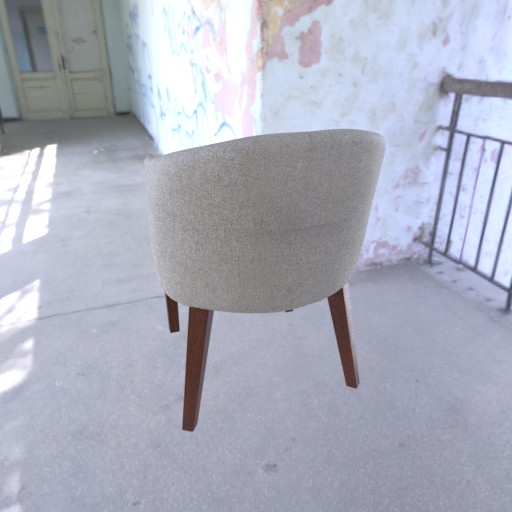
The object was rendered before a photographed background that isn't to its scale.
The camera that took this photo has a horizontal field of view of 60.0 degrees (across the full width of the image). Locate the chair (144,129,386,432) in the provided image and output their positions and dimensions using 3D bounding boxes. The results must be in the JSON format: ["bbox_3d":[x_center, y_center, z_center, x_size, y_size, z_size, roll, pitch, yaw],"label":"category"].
[{"bbox_3d":[0.000,0.000,1.282,0.583,0.811,0.655,-8,28,-16],"label":"chair"}]
